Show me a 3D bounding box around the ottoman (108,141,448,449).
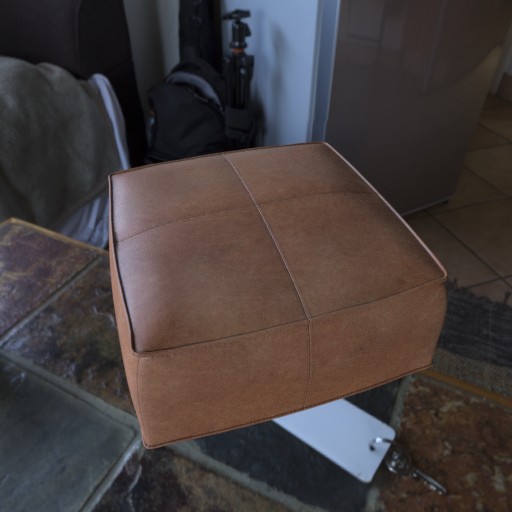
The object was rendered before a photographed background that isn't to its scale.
[{"bbox_3d":[0.000,0.000,1.413,0.902,0.395,0.901,-12,43,-13],"label":"ottoman"}]
